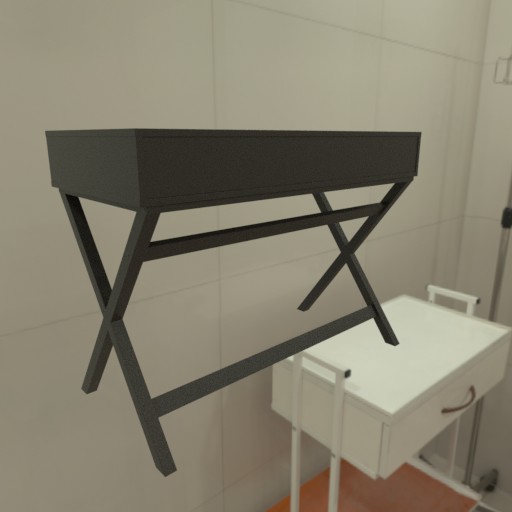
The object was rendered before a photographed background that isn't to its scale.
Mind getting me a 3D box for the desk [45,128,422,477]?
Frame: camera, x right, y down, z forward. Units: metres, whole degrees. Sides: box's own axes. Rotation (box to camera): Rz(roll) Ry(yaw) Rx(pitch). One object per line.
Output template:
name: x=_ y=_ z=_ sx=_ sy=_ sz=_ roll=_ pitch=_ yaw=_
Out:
desk: x=0.000 y=0.000 z=1.442 sx=1.057 sy=0.780 sz=0.504 roll=-13 pitch=20 yaw=-40
